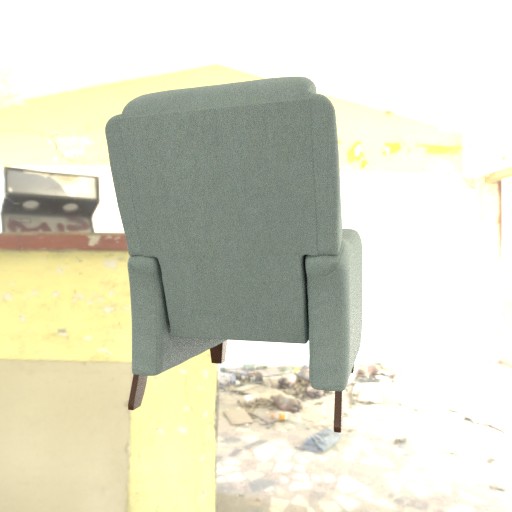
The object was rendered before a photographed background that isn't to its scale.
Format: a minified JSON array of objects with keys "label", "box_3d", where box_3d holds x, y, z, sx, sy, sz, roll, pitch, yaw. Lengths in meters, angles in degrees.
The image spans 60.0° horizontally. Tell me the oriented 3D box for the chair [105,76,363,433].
[{"label":"chair","box_3d":[0.000,0.000,1.752,0.785,1.067,0.988,0,-1,16]}]
